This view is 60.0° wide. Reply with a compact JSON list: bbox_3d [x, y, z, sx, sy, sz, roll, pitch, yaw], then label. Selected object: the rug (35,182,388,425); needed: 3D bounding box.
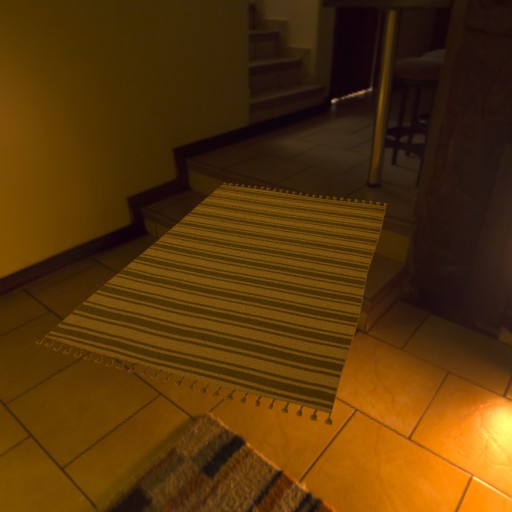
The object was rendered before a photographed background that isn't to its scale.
[{"bbox_3d":[0.000,0.000,2.303,1.162,0.013,1.875,10,32,17],"label":"rug"}]
